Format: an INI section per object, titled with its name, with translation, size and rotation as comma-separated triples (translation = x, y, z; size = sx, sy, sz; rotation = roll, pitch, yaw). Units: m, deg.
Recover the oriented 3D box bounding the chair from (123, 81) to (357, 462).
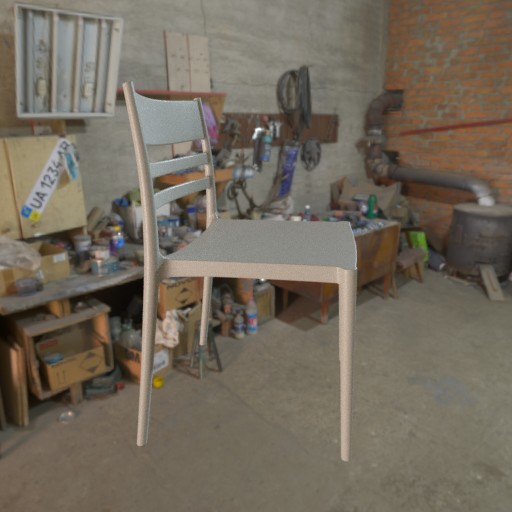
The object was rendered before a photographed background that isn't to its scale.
[chair]
translation = 0.000, 0.000, 1.137
size = 0.511, 0.800, 0.531
rotation = 3, 16, 9
